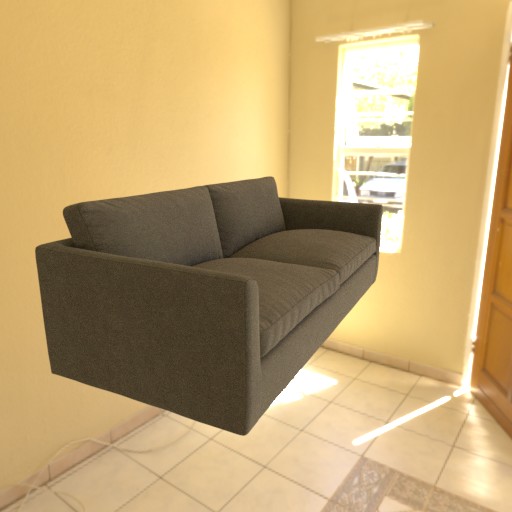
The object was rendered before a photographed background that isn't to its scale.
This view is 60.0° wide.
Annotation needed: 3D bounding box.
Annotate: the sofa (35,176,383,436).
[{"bbox_3d":[0.000,0.000,2.740,1.092,0.838,2.257,7,16,26],"label":"sofa"}]
